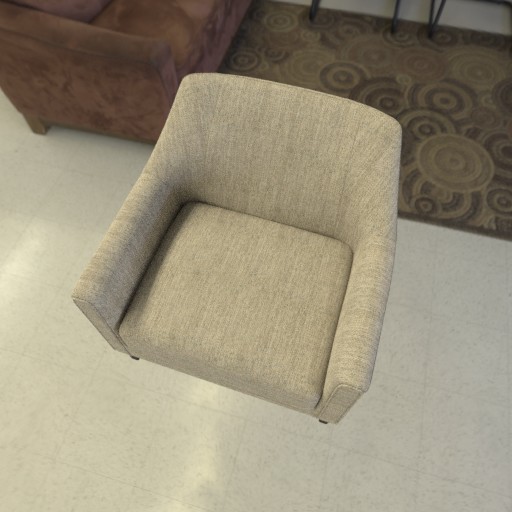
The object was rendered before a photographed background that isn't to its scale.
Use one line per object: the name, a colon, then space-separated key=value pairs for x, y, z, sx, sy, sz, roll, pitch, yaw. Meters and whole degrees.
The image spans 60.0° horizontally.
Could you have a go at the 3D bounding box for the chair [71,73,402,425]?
chair: x=0.000 y=0.000 z=1.407 sx=0.796 sy=0.761 sz=0.758 roll=16 pitch=61 yaw=9
